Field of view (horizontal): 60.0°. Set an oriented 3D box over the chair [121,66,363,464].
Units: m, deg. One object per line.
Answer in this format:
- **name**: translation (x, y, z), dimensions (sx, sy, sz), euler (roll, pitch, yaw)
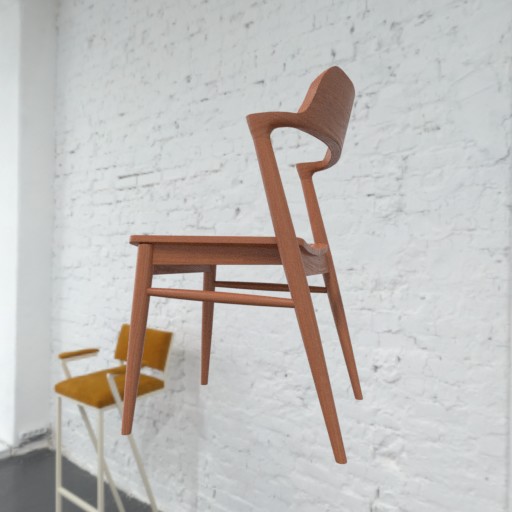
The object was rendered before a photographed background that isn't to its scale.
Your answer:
- **chair**: translation (0.000, 0.000, 1.129), dimensions (0.499, 0.801, 0.496), euler (0, -1, 18)
